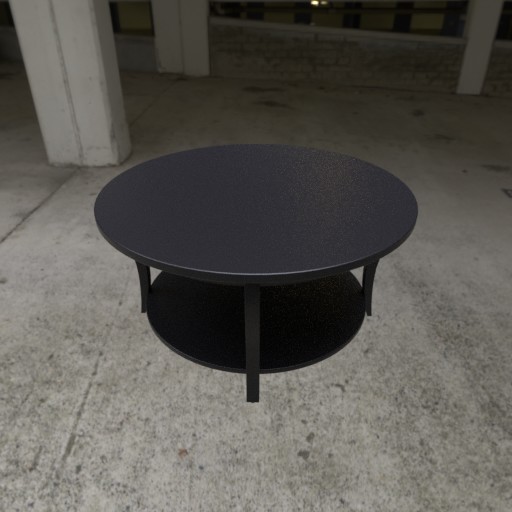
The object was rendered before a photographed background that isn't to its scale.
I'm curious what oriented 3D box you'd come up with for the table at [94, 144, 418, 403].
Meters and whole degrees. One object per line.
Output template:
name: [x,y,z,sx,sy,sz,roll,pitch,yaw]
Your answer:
table: [0.000,0.000,1.425,0.914,0.457,0.914,0,31,0]
